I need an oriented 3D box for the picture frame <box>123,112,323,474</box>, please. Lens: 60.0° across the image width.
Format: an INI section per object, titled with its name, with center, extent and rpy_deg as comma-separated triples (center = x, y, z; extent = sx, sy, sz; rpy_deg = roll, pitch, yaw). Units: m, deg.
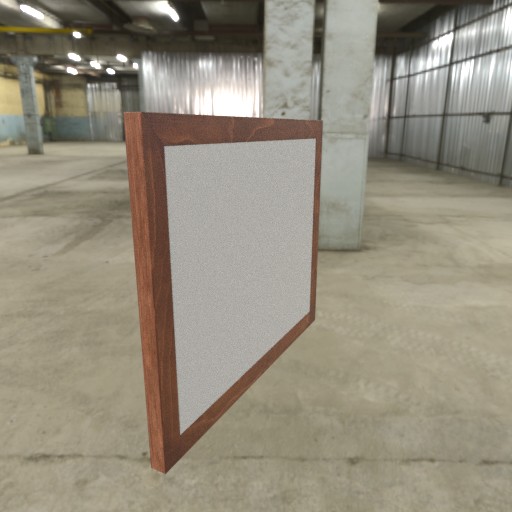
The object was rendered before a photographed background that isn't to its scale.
[picture frame]
center = 0.000, 0.000, 0.768
extent = 0.025, 0.457, 0.559
rpy_deg = 8, 18, 27
